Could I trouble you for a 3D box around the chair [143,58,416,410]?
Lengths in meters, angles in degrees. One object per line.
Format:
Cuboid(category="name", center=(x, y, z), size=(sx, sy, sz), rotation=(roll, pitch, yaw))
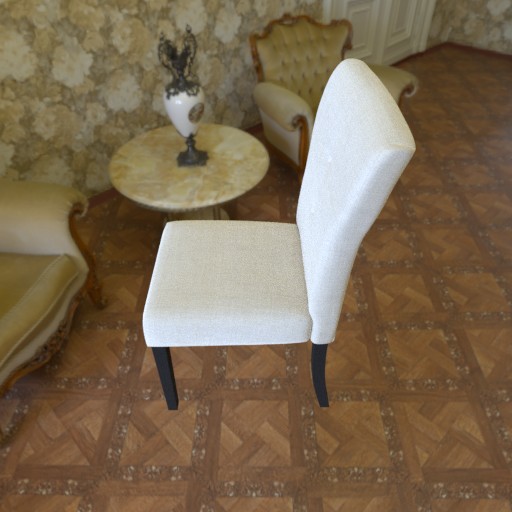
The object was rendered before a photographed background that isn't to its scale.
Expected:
Cuboid(category="chair", center=(0.000, 0.000, 1.254), size=(0.597, 0.921, 0.509), rotation=(0, 40, -1))
